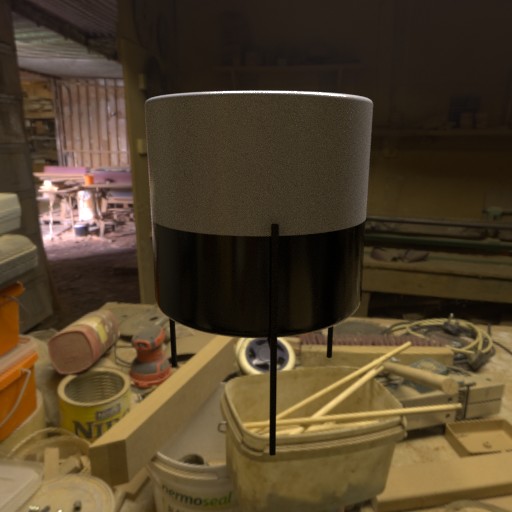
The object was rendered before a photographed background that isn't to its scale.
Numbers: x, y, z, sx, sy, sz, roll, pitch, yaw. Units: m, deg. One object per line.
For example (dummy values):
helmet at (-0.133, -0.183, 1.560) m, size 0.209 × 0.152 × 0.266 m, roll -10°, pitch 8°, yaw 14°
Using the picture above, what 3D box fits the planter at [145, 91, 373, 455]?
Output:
planter at (0.000, 0.000, 0.653) m, size 0.310 × 0.432 × 0.310 m, roll 2°, pitch 15°, yaw 9°
